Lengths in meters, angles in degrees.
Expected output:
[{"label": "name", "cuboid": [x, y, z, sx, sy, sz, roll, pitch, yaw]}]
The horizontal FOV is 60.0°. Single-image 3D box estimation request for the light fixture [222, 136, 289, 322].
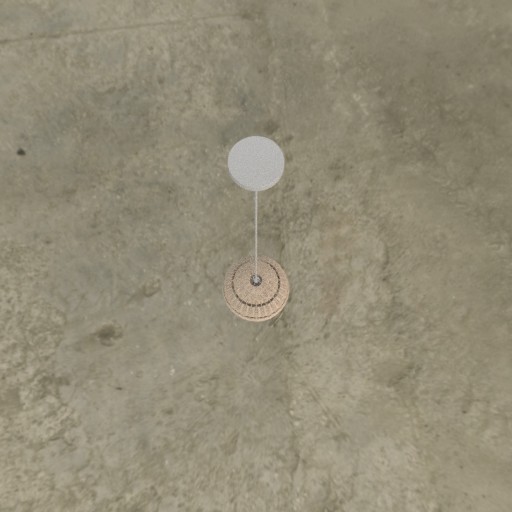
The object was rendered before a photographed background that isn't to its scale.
[{"label": "light fixture", "cuboid": [0.000, 0.000, 2.272, 0.457, 2.019, 0.457, 22, 75, 6]}]
